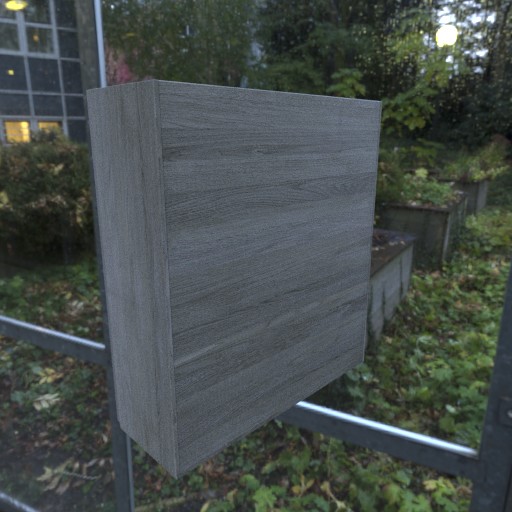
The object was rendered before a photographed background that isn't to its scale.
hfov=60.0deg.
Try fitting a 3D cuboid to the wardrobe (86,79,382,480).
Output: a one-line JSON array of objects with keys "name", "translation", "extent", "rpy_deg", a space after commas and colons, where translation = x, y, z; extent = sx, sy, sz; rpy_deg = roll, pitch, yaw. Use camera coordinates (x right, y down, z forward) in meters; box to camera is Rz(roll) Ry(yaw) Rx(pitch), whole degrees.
[{"name": "wardrobe", "translation": [0.000, 0.000, 2.872], "extent": [1.780, 1.960, 0.629], "rpy_deg": [-15, 21, -43]}]
